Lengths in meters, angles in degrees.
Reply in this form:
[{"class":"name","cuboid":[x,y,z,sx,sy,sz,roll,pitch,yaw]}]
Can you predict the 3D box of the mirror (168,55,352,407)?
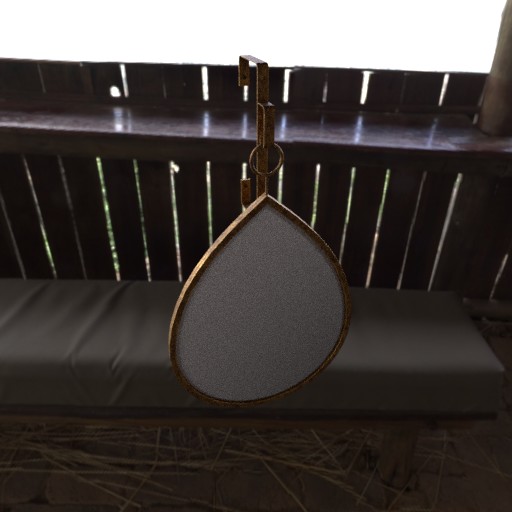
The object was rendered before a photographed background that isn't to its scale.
[{"class":"mirror","cuboid":[0.000,0.000,0.913,0.405,0.744,0.144,-9,33,-15]}]
